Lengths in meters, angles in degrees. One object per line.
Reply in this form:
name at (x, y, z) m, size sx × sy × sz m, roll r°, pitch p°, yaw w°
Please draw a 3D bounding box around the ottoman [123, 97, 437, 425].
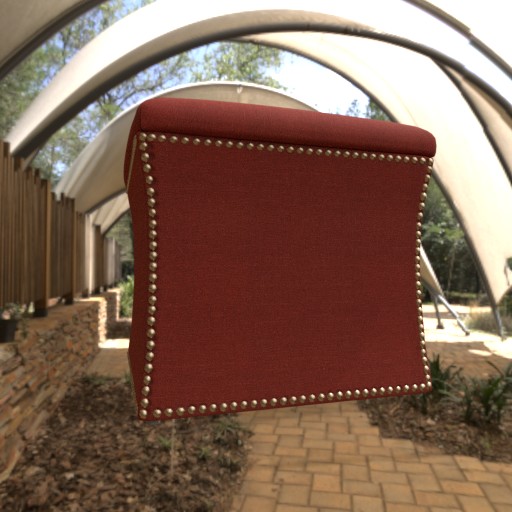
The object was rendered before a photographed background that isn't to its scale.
ottoman at (0.000, 0.000, 0.887) m, size 0.507 × 0.475 × 0.497 m, roll 0°, pitch -2°, yaw -18°
